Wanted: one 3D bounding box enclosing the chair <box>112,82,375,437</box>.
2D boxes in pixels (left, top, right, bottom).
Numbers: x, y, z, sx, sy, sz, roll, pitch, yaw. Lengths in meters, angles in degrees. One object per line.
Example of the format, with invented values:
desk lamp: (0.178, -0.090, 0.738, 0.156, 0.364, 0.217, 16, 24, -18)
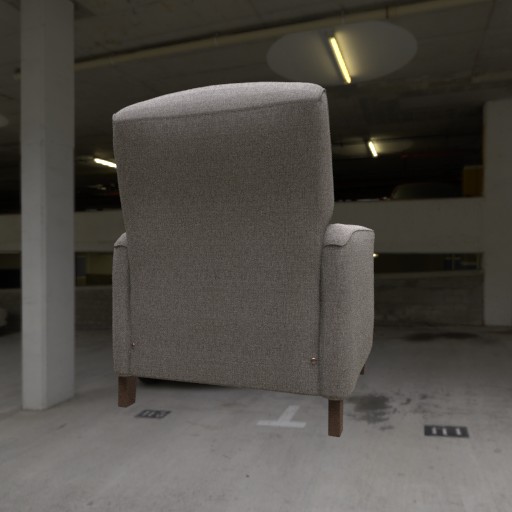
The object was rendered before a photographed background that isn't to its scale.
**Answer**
chair: (0.000, 0.000, 1.692, 0.848, 1.014, 0.864, 0, 1, 19)
